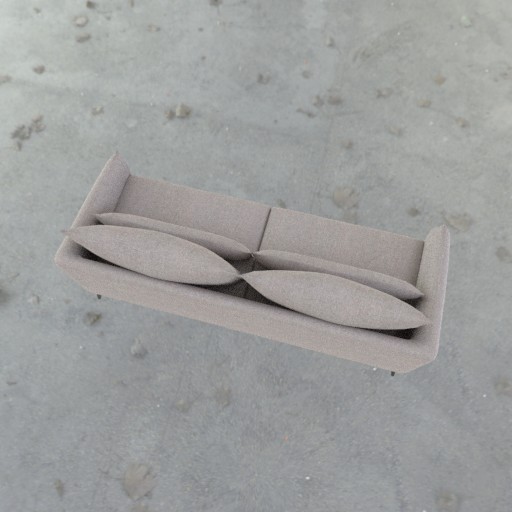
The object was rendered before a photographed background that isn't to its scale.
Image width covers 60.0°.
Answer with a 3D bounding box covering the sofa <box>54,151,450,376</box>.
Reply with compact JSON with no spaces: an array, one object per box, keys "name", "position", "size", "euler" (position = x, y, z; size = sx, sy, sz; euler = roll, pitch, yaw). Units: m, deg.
[{"name":"sofa","position":[0.000,0.000,2.439],"size":[2.022,0.833,0.809],"euler":[13,64,7]}]
